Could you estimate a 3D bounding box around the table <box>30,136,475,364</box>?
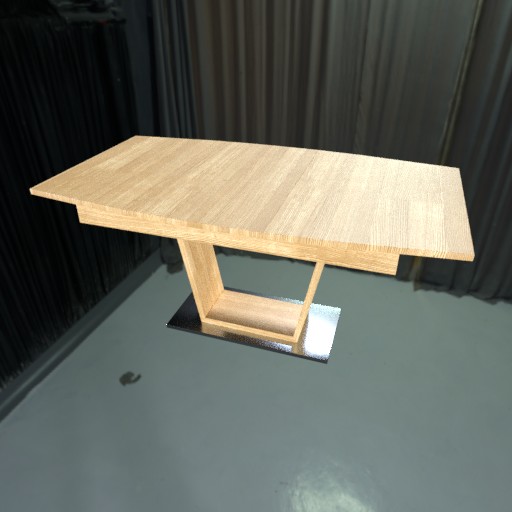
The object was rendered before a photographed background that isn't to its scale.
[{"bbox_3d":[0.000,0.000,2.013,1.598,0.748,0.900,10,32,16],"label":"table"}]
